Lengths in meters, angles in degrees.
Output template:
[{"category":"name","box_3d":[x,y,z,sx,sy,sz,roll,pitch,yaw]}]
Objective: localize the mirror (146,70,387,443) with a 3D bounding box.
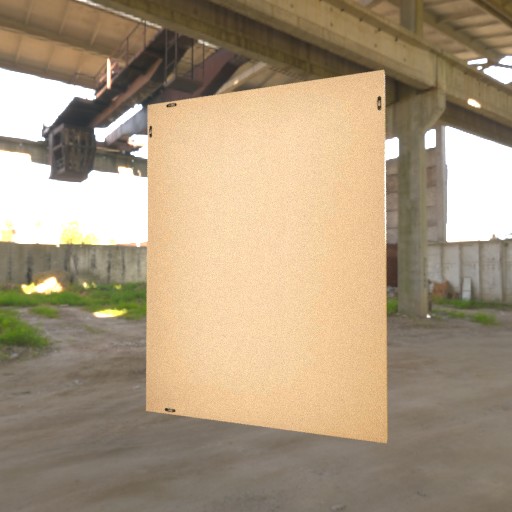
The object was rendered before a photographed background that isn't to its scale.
[{"category":"mirror","box_3d":[0.000,0.000,1.353,0.762,1.016,0.041,0,-1,21]}]
